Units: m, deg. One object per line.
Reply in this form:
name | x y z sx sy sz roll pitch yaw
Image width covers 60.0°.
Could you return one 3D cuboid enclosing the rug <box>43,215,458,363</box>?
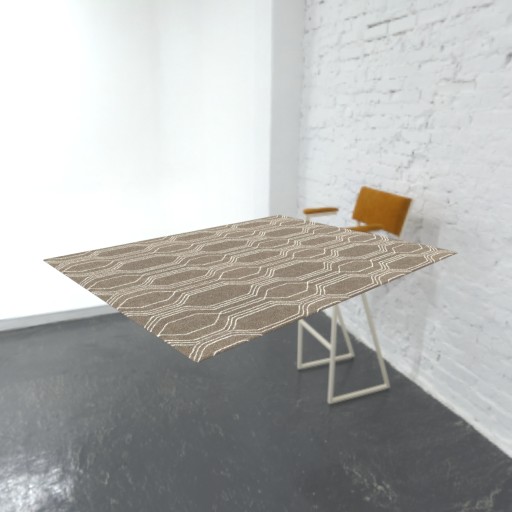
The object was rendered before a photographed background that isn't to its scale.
rug | 0.000 0.000 4.181 3.062 0.012 2.457 -15 22 -40
